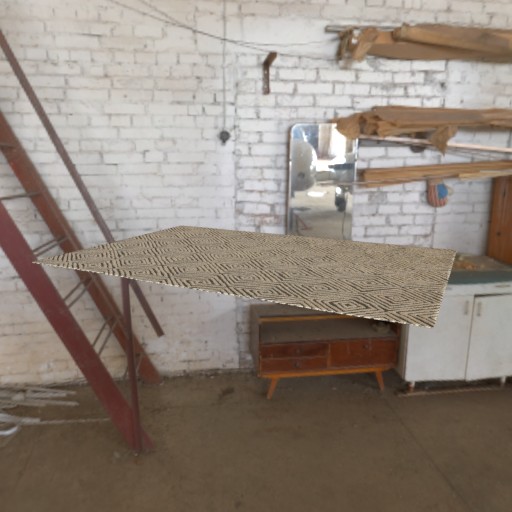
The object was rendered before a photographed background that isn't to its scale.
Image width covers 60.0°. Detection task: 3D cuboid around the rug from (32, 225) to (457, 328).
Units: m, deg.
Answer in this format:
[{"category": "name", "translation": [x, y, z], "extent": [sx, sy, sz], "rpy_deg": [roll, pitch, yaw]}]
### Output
[{"category": "rug", "translation": [0.000, 0.000, 2.182], "extent": [1.750, 0.004, 1.177], "rpy_deg": [7, 15, 26]}]
